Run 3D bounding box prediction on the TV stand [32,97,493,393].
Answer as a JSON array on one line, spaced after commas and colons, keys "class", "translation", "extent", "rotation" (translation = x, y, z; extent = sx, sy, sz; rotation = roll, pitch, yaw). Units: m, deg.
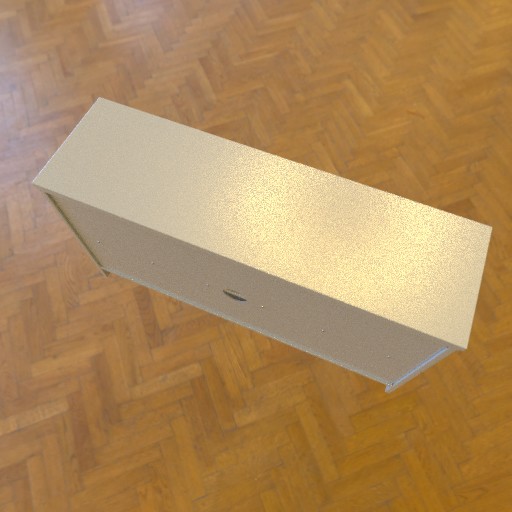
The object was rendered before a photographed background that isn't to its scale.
[{"class": "TV stand", "translation": [0.000, 0.000, 1.431], "extent": [1.167, 0.603, 0.344], "rotation": [21, 65, 10]}]
